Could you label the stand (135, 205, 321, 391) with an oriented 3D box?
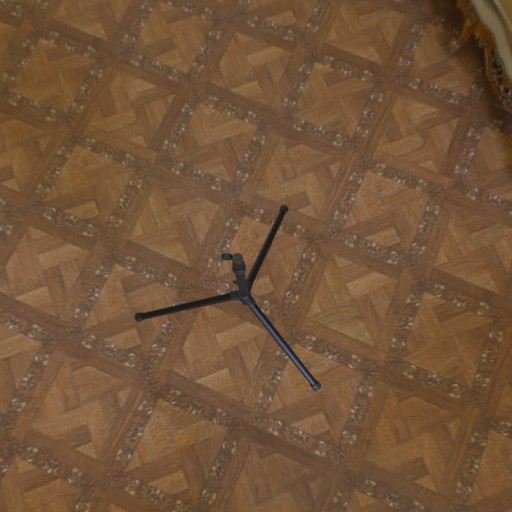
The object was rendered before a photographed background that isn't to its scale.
[{"bbox_3d":[0.000,0.000,1.889,1.045,1.136,0.907,22,77,5],"label":"stand"}]
